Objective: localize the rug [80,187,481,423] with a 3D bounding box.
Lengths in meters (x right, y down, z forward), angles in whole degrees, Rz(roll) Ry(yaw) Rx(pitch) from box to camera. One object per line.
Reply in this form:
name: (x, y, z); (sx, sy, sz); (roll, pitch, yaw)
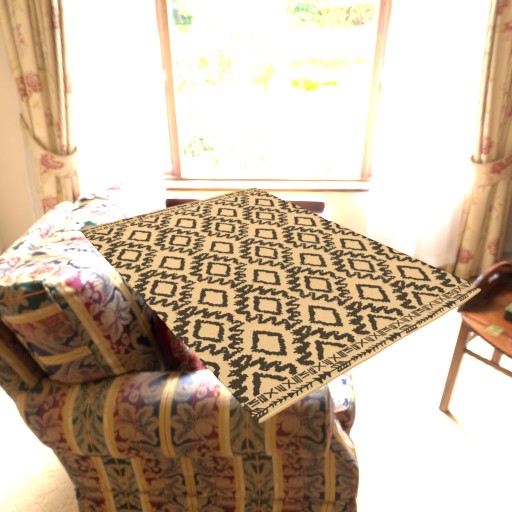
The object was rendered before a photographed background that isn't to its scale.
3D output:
rug: (0.000, 0.000, 4.395); (2.444, 0.036, 3.369); (-19, 34, -32)
